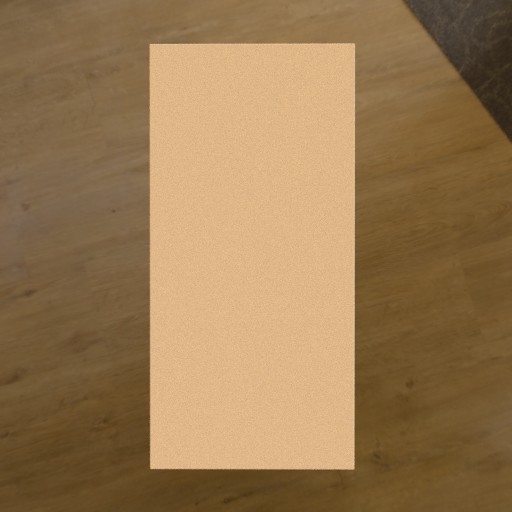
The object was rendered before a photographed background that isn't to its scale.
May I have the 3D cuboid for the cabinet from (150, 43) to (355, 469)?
[{"bbox_3d":[0.000,0.000,1.213,0.398,0.761,0.800,0,90,0],"label":"cabinet"}]
